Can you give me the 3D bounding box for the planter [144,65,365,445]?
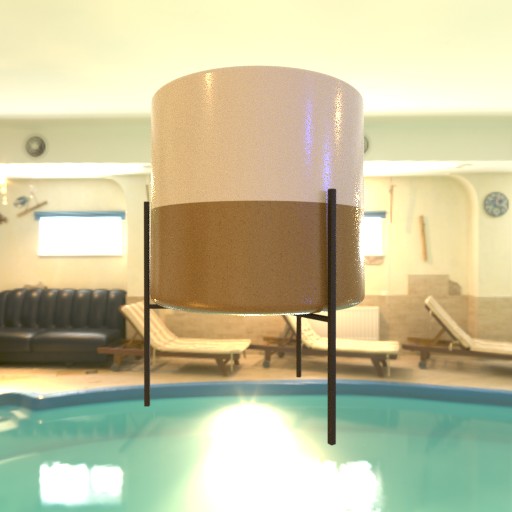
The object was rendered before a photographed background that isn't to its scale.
[{"bbox_3d":[0.000,0.000,0.641,0.310,0.432,0.310,0,0,-17],"label":"planter"}]
